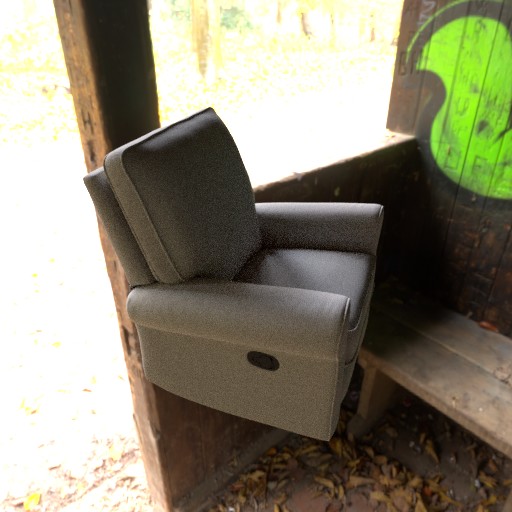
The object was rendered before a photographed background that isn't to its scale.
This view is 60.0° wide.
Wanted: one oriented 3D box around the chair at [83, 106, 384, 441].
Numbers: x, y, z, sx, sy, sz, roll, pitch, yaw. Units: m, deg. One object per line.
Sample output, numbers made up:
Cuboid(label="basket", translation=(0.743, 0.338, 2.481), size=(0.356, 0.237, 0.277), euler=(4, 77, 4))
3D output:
Cuboid(label="chair", translation=(0.000, 0.000, 1.696), size=(0.878, 0.960, 0.890), euler=(11, 32, 18))
